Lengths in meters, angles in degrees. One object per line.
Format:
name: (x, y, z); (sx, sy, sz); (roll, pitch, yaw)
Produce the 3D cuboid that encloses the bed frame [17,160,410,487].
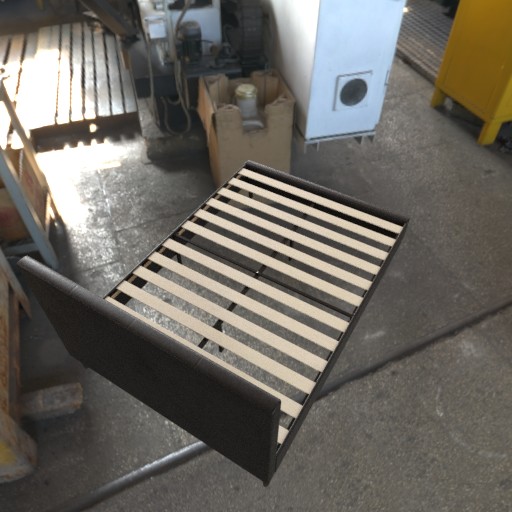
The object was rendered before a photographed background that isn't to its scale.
bed frame: (0.000, 0.000, 2.930); (1.469, 1.046, 2.152); (24, 52, 21)
